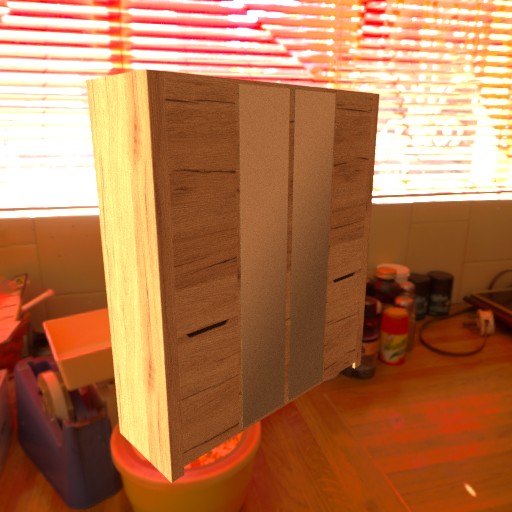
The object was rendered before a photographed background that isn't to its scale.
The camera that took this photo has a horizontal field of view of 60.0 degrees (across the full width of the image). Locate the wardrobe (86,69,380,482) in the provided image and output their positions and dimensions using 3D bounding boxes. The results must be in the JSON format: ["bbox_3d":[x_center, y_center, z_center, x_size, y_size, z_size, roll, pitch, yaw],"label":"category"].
[{"bbox_3d":[0.000,0.000,2.906,1.810,2.070,0.580,-15,21,-42],"label":"wardrobe"}]
